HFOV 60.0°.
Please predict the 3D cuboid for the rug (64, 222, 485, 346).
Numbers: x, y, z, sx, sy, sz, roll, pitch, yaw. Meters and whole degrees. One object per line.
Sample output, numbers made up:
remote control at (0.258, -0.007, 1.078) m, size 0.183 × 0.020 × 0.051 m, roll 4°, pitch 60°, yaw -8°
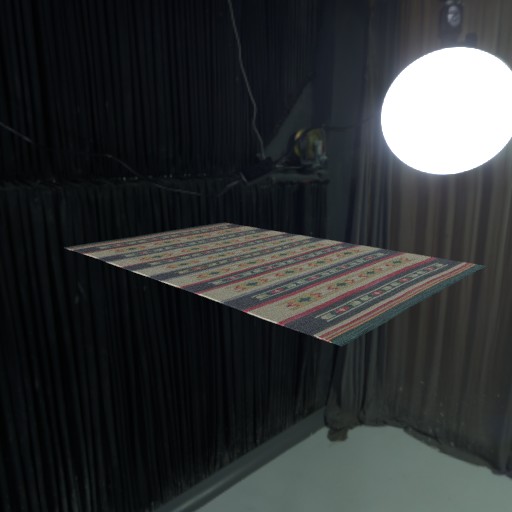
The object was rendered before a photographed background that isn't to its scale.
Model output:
rug at (0.000, 0.000, 2.872) m, size 2.311 × 0.010 × 1.522 m, roll 13°, pitch 18°, yaw 43°
